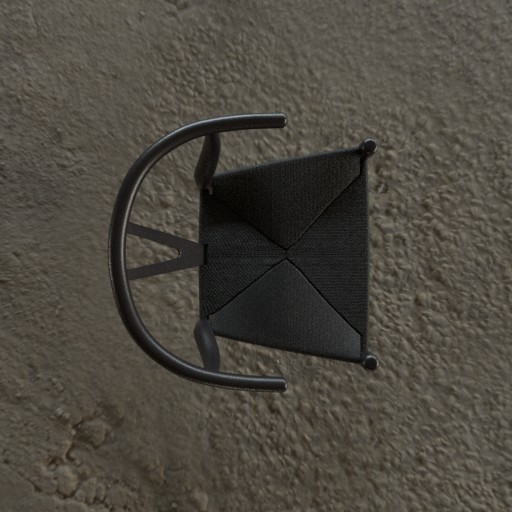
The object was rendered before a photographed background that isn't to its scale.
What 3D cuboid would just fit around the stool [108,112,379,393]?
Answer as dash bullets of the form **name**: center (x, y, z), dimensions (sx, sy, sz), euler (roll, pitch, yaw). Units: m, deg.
- **stool**: center (0.000, 0.000, 1.291), dimensions (0.579, 0.970, 0.569), euler (0, 89, -2)
